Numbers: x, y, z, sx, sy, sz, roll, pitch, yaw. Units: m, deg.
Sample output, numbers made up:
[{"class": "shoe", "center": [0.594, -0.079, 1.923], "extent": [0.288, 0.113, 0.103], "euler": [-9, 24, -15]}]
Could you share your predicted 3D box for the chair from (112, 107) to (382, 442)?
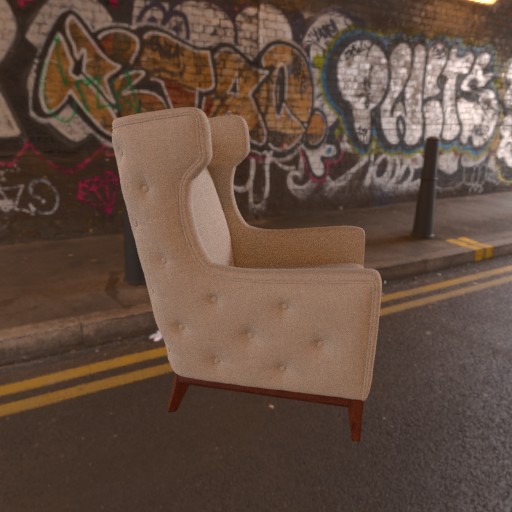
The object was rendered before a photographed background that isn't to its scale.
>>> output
[{"class": "chair", "center": [0.000, 0.000, 1.740], "extent": [0.899, 1.079, 0.778], "euler": [2, 16, 9]}]
